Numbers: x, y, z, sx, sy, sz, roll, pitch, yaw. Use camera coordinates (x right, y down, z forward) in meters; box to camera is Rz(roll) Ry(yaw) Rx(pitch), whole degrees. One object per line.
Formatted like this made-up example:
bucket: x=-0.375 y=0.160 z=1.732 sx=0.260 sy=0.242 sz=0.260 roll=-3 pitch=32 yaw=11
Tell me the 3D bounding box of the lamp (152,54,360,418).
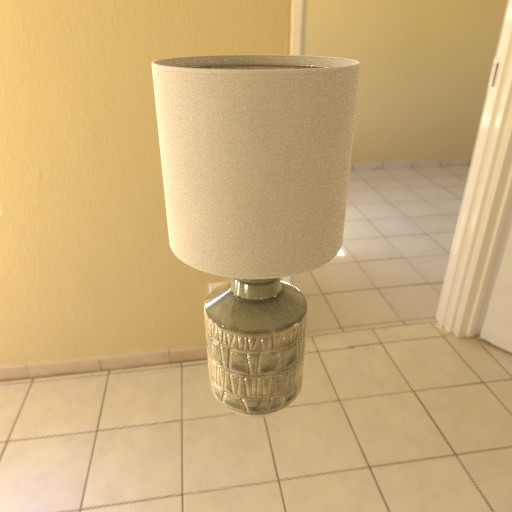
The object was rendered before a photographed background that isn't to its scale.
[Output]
lamp: x=0.000 y=0.000 z=0.563 sx=0.211 sy=0.455 sz=0.211 roll=-9 pitch=29 yaw=-16
